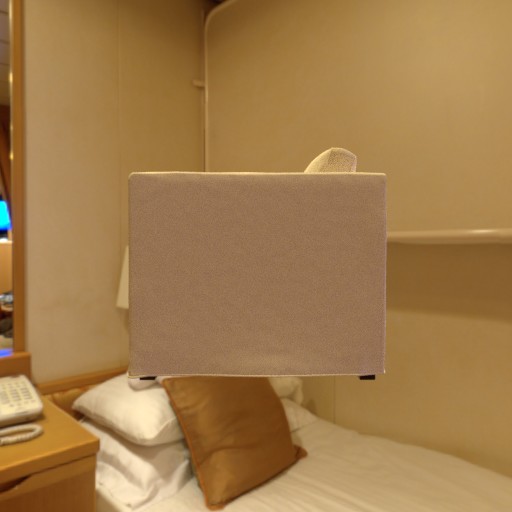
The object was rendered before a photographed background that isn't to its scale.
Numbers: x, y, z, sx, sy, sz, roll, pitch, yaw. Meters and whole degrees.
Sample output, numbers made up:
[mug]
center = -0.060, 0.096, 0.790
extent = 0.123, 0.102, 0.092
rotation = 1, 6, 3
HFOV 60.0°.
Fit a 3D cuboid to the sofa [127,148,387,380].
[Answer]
[sofa]
center = 0.000, 0.000, 2.529
extent = 0.940, 0.870, 1.987
rotation = 0, 1, 0
